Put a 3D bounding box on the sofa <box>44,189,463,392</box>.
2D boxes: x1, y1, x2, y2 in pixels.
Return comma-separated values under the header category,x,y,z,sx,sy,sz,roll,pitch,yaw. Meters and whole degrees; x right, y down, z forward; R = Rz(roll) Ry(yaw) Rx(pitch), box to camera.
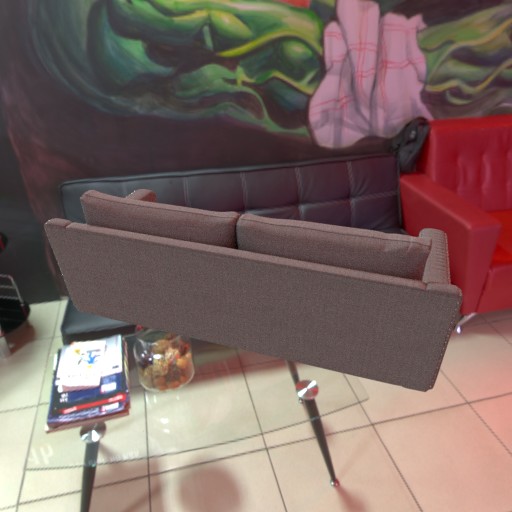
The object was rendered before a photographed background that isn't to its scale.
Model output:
category,x,y,z,sx,sy,sz,roll,pitch,yaw
sofa,0.000,0.000,2.743,2.208,0.857,1.000,10,32,16
